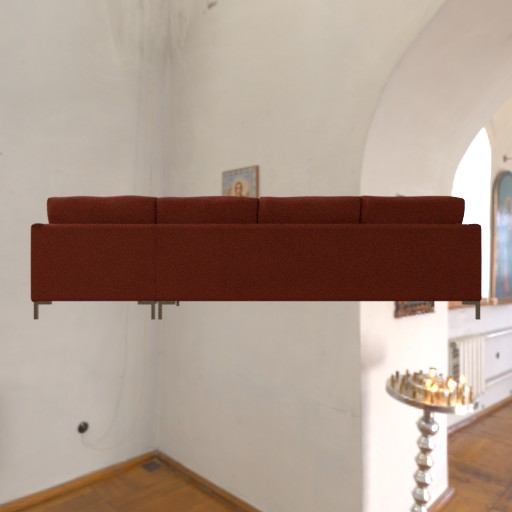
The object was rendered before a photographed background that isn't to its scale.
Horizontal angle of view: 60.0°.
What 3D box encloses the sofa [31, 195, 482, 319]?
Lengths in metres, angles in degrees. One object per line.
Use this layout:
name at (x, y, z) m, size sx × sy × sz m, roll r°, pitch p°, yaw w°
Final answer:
sofa at (0.000, 0.000, 3.476) m, size 2.932 × 0.810 × 1.350 m, roll 0°, pitch 0°, yaw 0°
